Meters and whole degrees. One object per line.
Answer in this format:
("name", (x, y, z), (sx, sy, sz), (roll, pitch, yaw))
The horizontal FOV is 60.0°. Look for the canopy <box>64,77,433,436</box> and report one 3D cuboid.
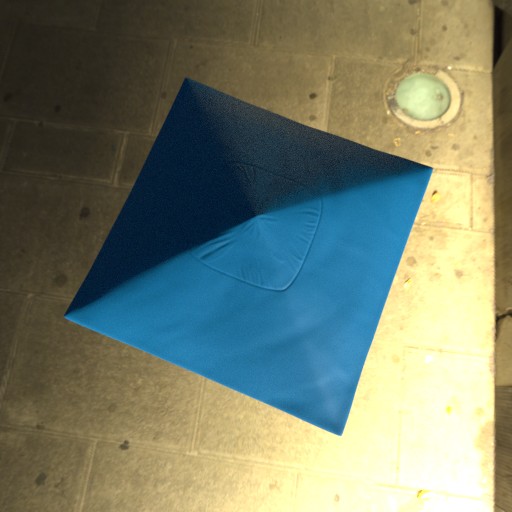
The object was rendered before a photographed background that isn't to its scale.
("canopy", (0.000, 0.000, 5.364), (2.996, 2.997, 2.998), (22, 77, 5))
